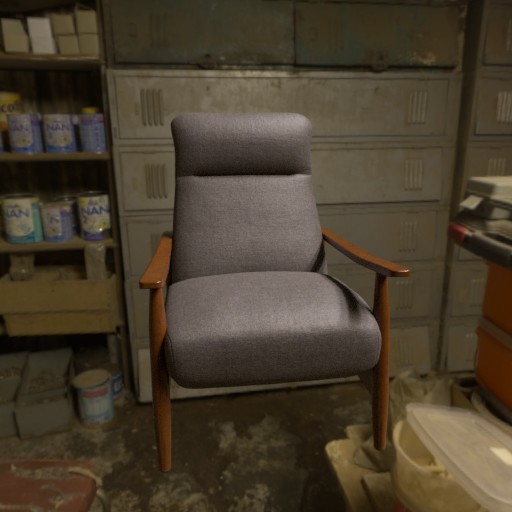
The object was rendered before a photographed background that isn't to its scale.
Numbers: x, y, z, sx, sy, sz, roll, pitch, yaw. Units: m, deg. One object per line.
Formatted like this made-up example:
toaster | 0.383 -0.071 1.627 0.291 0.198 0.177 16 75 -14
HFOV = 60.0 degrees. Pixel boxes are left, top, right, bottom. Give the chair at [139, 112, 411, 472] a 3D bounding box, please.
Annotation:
chair | 0.000 0.000 1.713 0.762 1.081 1.014 -2 17 -8
